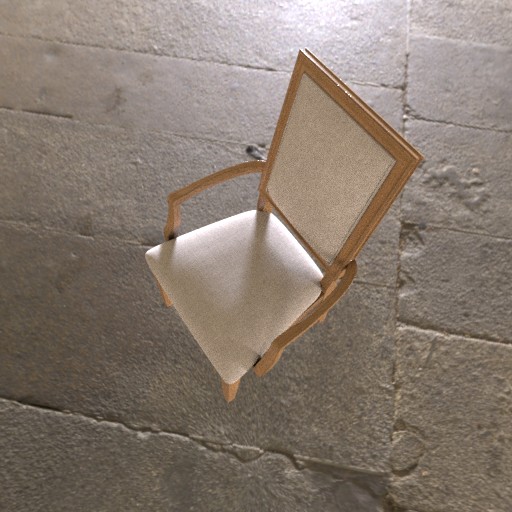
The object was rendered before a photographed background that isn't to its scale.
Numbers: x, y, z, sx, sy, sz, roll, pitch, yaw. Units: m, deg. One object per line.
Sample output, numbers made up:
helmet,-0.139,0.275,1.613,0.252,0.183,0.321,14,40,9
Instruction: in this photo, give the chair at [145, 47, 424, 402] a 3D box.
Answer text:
chair,0.000,0.000,1.400,0.602,0.990,0.606,-32,68,-15
